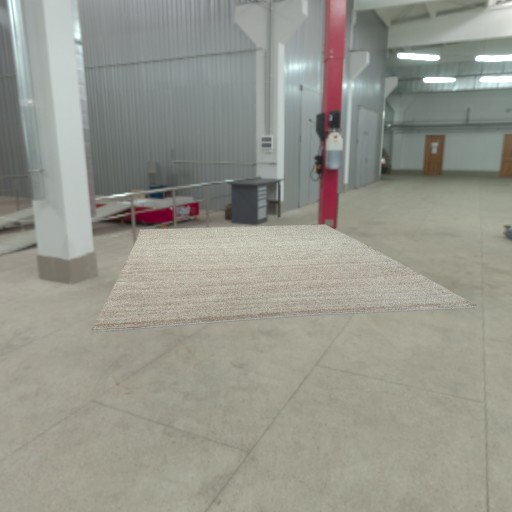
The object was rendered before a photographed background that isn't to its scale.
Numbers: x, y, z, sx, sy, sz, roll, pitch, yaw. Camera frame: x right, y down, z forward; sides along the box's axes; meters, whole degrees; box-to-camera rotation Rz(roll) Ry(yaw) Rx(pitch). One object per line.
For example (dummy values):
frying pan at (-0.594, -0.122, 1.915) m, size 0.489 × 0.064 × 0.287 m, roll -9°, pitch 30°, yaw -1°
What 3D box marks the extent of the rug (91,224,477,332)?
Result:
rug at (0.000, 0.000, 4.239) m, size 2.434 × 0.045 × 3.202 m, roll -2°, pitch 14°, yaw -9°
